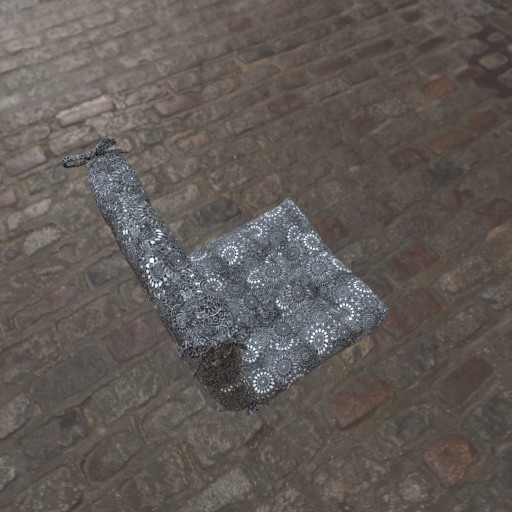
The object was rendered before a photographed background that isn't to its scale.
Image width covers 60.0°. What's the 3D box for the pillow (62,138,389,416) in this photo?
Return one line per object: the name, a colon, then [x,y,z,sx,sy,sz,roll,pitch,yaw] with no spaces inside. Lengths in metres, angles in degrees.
pillow: [0.000,0.000,1.041,0.571,0.605,0.519,-29,62,-17]
